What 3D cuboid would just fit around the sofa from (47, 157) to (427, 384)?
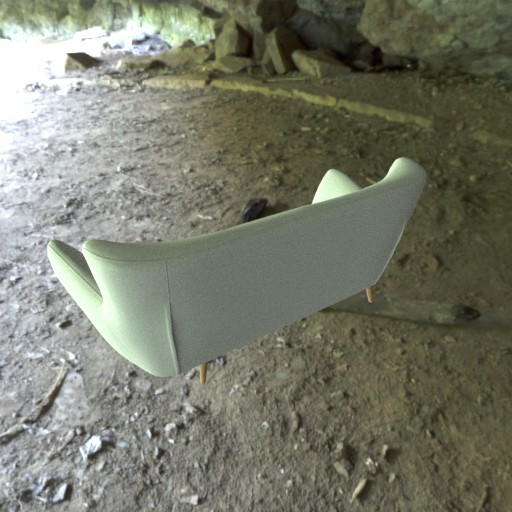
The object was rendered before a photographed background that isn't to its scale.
[{"bbox_3d":[0.000,0.000,2.418,1.930,0.890,0.899,-19,35,-30],"label":"sofa"}]
